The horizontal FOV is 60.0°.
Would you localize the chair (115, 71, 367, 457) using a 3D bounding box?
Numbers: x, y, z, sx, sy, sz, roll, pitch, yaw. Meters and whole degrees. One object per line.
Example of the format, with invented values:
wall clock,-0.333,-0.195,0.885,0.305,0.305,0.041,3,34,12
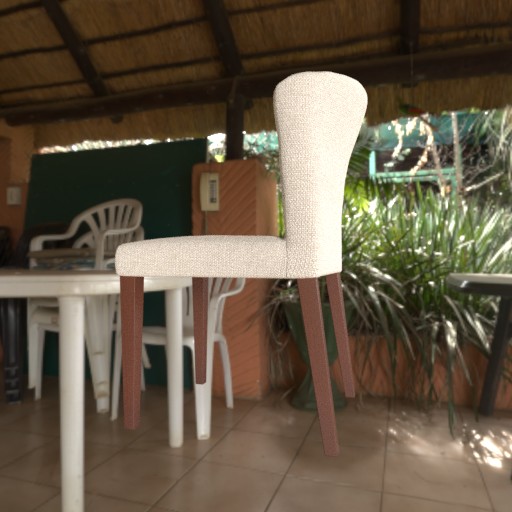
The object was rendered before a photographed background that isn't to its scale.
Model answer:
chair,0.000,0.000,1.204,0.589,0.839,0.491,0,-1,17
